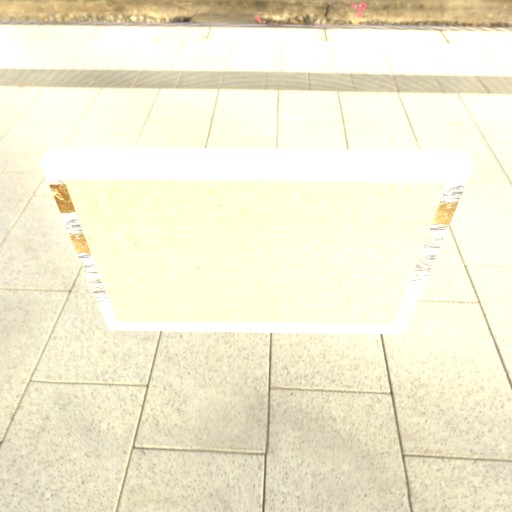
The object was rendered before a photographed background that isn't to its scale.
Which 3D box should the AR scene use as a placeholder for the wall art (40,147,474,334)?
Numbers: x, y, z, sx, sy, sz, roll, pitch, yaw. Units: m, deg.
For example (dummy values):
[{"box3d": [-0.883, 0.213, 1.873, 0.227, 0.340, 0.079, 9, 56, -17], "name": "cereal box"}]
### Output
[{"box3d": [0.000, 0.000, 0.776, 0.606, 0.407, 0.041, 1, 46, 1], "name": "wall art"}]
